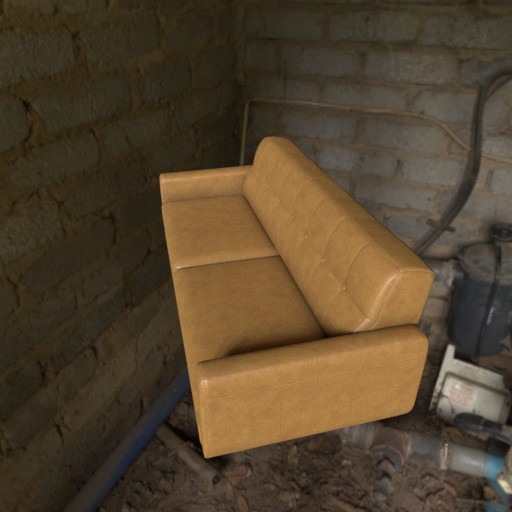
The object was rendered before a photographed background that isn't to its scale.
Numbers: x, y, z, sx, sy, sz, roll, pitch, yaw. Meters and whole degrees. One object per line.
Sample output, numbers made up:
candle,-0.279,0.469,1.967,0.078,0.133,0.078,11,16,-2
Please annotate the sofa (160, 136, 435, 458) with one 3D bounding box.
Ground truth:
sofa,0.000,0.000,2.612,0.980,0.892,2.137,-7,32,-12
